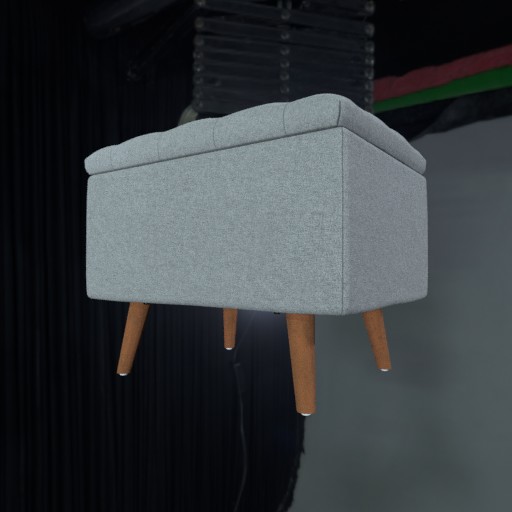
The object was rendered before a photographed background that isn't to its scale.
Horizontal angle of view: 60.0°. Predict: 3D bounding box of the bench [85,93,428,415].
[{"bbox_3d":[0.000,0.000,0.896,0.572,0.469,0.417,-1,-2,35],"label":"bench"}]
